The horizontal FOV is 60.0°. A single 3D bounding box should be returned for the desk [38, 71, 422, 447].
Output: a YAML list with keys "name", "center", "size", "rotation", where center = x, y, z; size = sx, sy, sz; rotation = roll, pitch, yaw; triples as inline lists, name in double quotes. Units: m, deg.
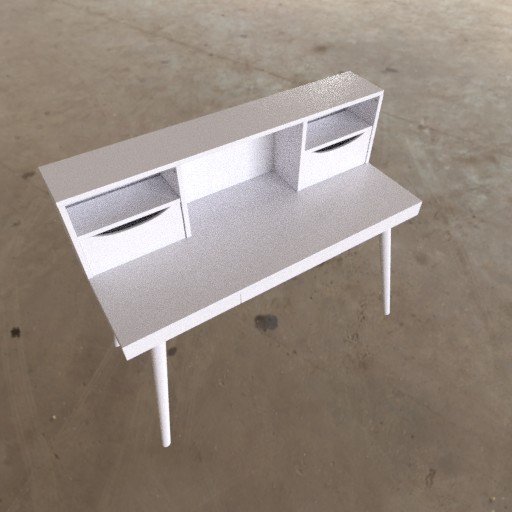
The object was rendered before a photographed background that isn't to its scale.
- name: "desk"
  center: [0.000, 0.000, 1.736]
  size: [1.199, 0.990, 0.559]
  rotation: [-25, 52, -22]
